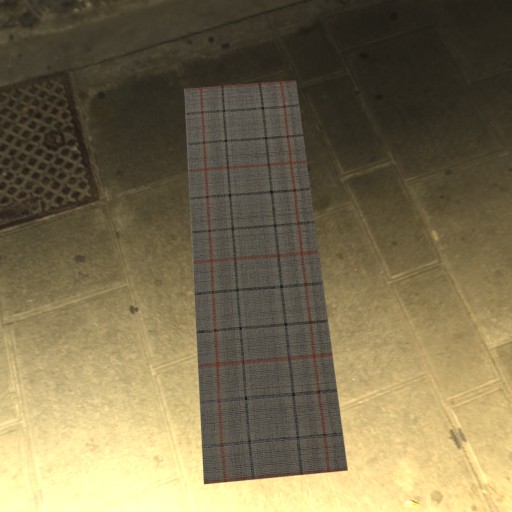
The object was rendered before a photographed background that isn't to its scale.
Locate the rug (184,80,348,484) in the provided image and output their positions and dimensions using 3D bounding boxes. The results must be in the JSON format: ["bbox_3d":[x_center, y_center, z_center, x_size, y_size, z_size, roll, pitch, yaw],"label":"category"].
[{"bbox_3d":[0.000,0.000,2.675,0.762,0.008,2.439,-5,74,-1],"label":"rug"}]
